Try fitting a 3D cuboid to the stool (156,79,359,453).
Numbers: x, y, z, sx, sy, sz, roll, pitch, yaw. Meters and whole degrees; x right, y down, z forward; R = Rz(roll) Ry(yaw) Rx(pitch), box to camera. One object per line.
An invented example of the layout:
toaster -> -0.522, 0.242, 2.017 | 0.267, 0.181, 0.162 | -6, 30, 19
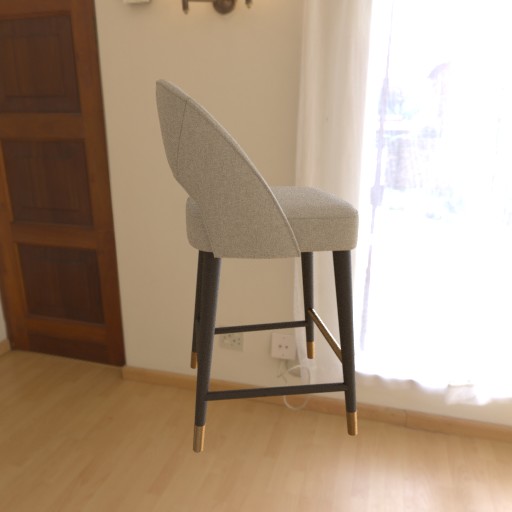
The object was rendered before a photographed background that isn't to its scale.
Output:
stool -> 0.000, 0.000, 1.279 | 0.509, 0.940, 0.494 | -3, 17, -9
